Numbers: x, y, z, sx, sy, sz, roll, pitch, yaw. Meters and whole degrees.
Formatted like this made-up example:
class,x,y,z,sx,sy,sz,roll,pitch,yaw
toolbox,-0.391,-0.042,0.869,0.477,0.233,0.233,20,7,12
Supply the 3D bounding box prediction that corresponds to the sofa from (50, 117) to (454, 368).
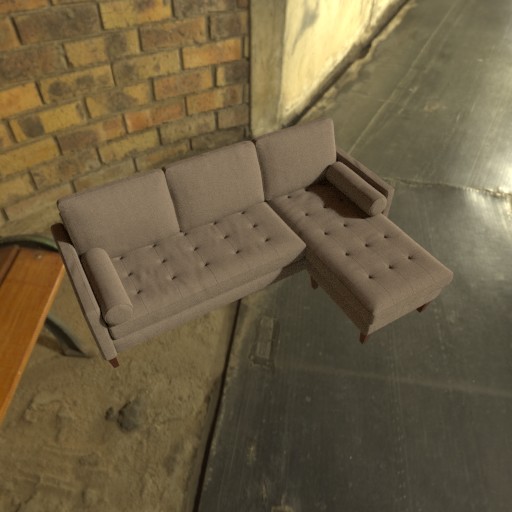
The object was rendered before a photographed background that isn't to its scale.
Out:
class,x,y,z,sx,sy,sz,roll,pitch,yaw
sofa,0.000,0.000,2.865,2.178,0.875,1.506,-23,50,-21
